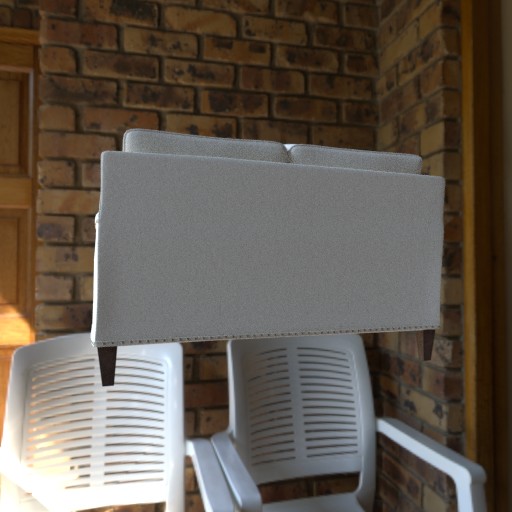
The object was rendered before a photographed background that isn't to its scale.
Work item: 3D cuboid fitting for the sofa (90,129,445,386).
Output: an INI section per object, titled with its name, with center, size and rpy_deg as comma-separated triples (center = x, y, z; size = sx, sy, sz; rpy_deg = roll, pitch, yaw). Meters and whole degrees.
[sofa]
center = 0.000, 0.000, 2.297
size = 1.597, 1.003, 1.084
rpy_deg = 0, -2, -18
